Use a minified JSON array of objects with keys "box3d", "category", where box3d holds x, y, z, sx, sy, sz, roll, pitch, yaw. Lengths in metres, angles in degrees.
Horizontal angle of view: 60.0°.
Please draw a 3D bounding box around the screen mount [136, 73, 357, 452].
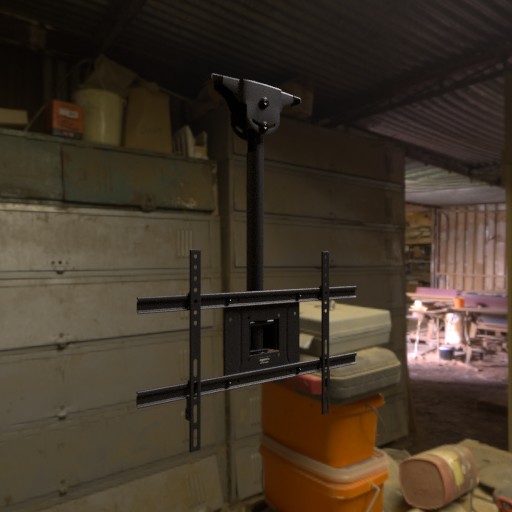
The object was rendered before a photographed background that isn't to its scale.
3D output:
[{"box3d":[0.000,0.000,1.023,0.595,0.775,0.090,0,-1,-36],"category":"screen mount"}]
